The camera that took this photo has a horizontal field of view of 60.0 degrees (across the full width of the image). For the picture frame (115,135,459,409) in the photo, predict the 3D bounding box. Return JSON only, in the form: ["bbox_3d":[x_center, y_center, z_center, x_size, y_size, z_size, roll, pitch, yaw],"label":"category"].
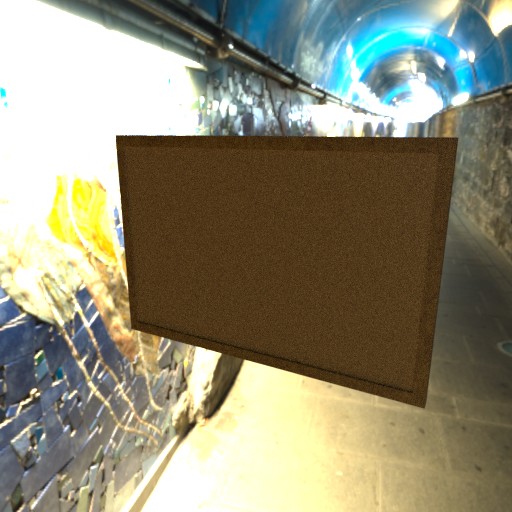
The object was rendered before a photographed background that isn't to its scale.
[{"bbox_3d":[0.000,0.000,1.186,0.922,0.621,0.029,8,18,27],"label":"picture frame"}]
